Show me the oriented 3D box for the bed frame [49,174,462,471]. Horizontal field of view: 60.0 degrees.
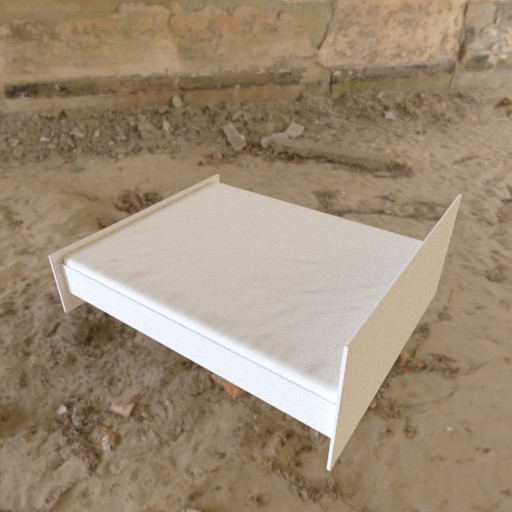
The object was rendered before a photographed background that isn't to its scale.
[{"bbox_3d":[0.000,0.000,2.989,2.060,0.800,1.720,20,37,29],"label":"bed frame"}]
